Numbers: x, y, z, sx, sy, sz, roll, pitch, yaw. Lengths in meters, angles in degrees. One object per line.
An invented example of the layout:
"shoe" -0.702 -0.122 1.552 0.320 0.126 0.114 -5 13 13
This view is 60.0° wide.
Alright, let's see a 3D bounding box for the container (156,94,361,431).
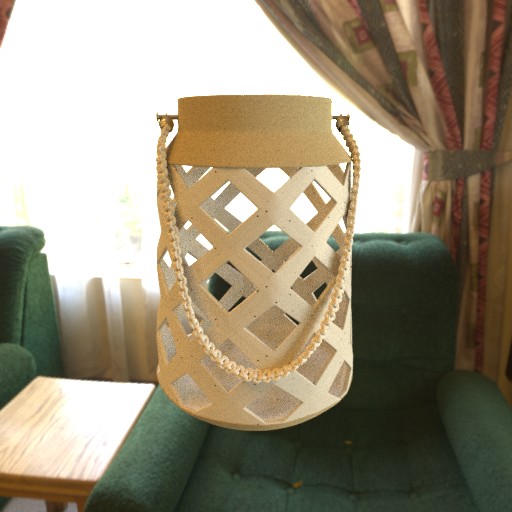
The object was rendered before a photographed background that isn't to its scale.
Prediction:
"container" 0.000 0.000 0.342 0.163 0.229 0.172 -3 17 -9
